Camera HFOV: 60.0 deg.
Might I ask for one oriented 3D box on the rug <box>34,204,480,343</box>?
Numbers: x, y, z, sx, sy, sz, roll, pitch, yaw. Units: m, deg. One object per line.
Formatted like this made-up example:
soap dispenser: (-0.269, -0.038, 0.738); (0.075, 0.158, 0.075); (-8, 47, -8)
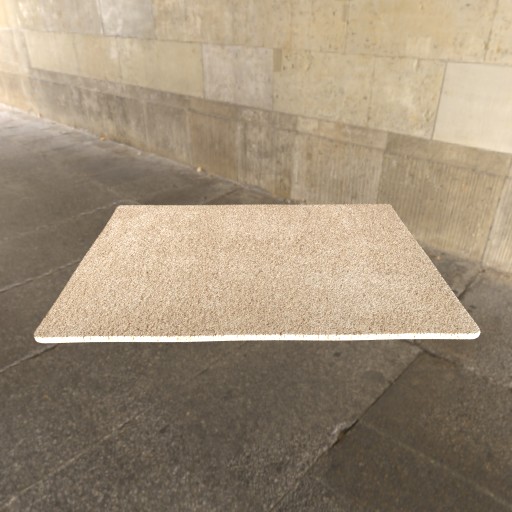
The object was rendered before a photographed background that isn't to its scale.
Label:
rug: (0.000, 0.000, 2.090); (1.600, 0.025, 1.199); (0, 29, -1)
